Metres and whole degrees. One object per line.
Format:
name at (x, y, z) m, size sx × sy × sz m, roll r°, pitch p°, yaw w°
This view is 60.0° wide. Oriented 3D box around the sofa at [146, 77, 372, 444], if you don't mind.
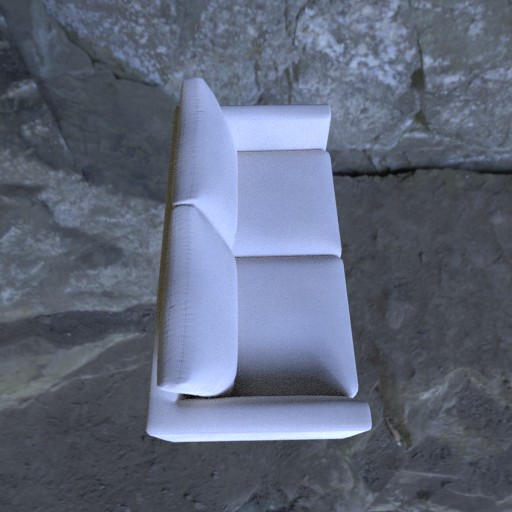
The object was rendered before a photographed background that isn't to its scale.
sofa at (0.000, 0.000, 2.285) m, size 0.906 × 0.995 × 1.739 m, roll -1°, pitch 62°, yaw 0°
